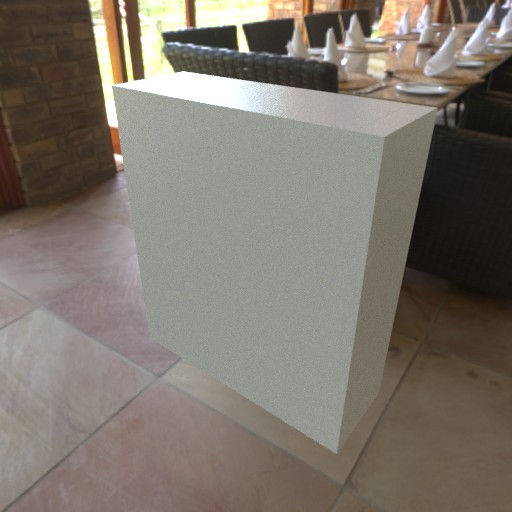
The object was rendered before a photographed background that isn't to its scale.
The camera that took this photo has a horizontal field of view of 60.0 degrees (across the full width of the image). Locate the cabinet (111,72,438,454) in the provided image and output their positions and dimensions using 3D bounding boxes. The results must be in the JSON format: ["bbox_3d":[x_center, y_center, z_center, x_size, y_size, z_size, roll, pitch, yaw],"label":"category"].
[{"bbox_3d":[0.000,0.000,1.653,0.990,1.150,0.348,22,37,32],"label":"cabinet"}]
